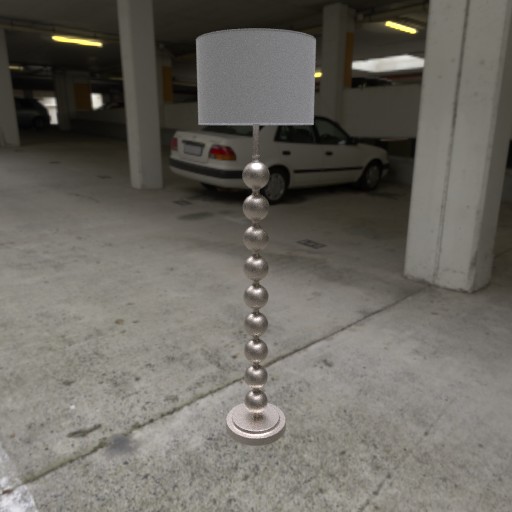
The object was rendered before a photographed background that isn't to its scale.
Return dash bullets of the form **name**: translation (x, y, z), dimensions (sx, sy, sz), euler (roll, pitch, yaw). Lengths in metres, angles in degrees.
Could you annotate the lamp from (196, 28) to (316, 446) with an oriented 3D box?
- **lamp**: translation (0.000, 0.000, 1.654), dimensions (0.394, 1.474, 0.394), euler (-15, 21, -42)
